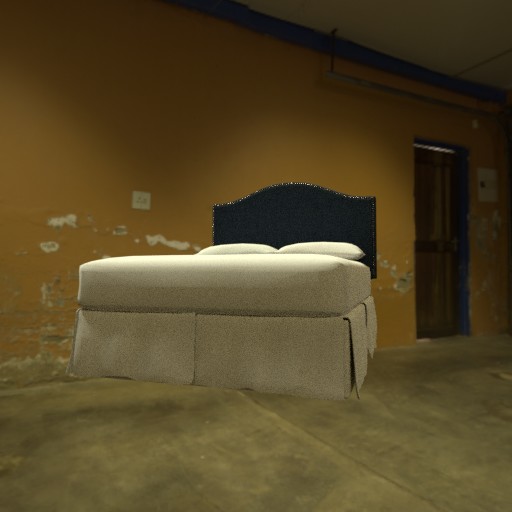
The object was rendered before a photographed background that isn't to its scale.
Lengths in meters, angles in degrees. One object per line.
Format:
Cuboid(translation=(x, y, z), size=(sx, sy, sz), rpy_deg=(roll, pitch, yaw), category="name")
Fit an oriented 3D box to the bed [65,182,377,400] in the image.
Cuboid(translation=(0.000, 0.000, 3.375), size=(1.713, 1.518, 2.153), rpy_deg=(-1, -2, 18), category="bed")
